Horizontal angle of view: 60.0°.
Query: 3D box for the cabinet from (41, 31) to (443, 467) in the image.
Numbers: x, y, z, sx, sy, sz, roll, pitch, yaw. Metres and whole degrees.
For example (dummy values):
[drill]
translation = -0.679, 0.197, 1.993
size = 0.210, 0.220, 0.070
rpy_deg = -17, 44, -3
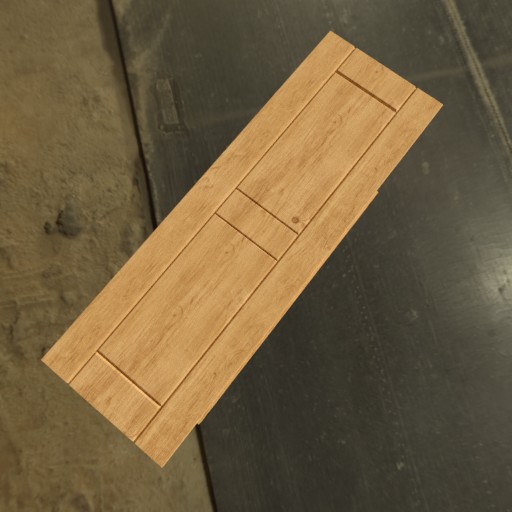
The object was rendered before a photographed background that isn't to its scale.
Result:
[cabinet]
translation = 0.000, 0.000, 1.675
size = 0.432, 0.810, 1.321
rpy_deg = 38, 79, 8
